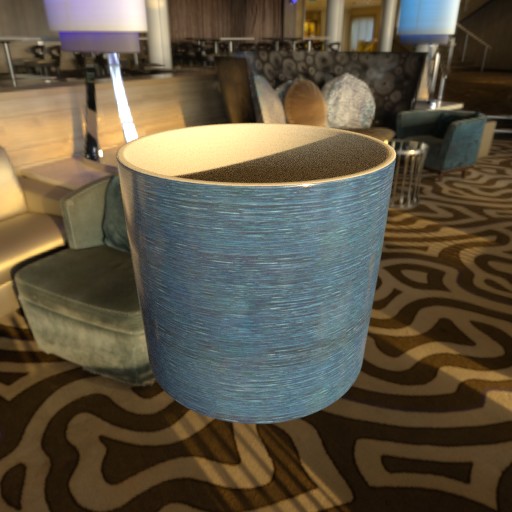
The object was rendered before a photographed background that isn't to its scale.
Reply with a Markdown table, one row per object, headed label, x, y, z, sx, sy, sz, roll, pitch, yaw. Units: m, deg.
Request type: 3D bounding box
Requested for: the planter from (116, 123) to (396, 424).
| label | x | y | z | sx | sy | sz | roll | pitch | yaw |
| --- | --- | --- | --- | --- | --- | --- | --- | --- | --- |
| planter | 0.000 | 0.000 | 0.407 | 0.221 | 0.201 | 0.221 | 0 | 26 | 0 |
